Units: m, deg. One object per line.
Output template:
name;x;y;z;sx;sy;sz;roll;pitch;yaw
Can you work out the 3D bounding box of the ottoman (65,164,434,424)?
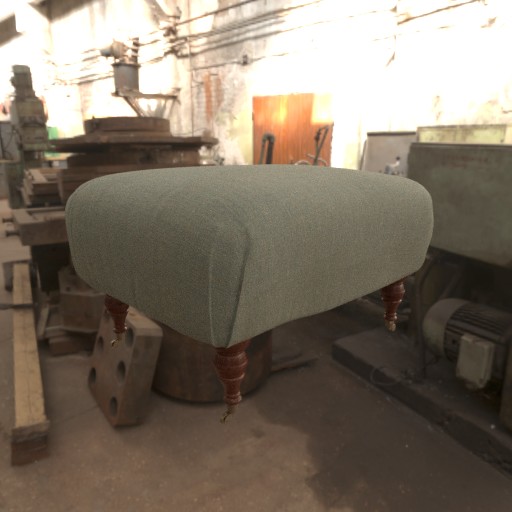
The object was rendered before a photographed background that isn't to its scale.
ottoman;0.000;0.000;1.120;0.747;0.450;0.622;-13;20;-42
